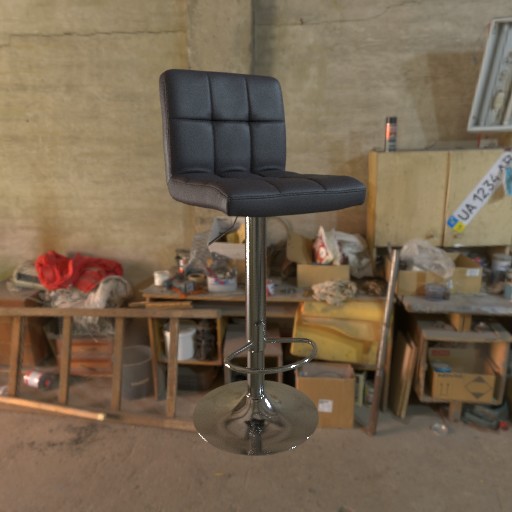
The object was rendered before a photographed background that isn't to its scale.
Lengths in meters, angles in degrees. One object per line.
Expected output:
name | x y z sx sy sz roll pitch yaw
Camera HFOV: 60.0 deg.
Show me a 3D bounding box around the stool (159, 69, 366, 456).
stool | 0.000 0.000 1.370 0.430 1.115 0.505 -8 16 -27
